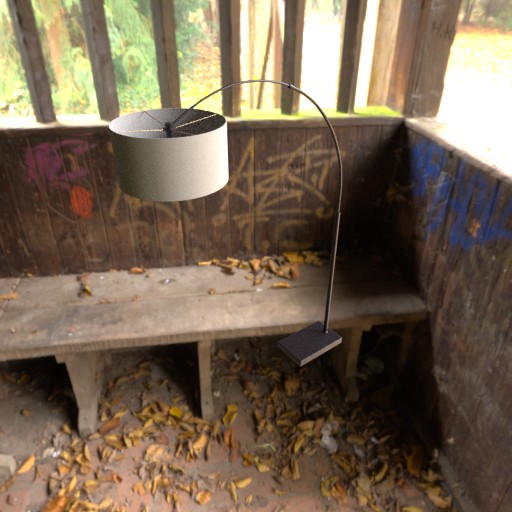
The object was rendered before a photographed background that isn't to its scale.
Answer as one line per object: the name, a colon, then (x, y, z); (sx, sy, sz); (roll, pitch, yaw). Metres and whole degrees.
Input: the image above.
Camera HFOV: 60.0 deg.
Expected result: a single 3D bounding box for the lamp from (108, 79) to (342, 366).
lamp: (0.000, 0.000, 2.565); (1.424, 1.927, 0.493); (-21, 37, -31)
